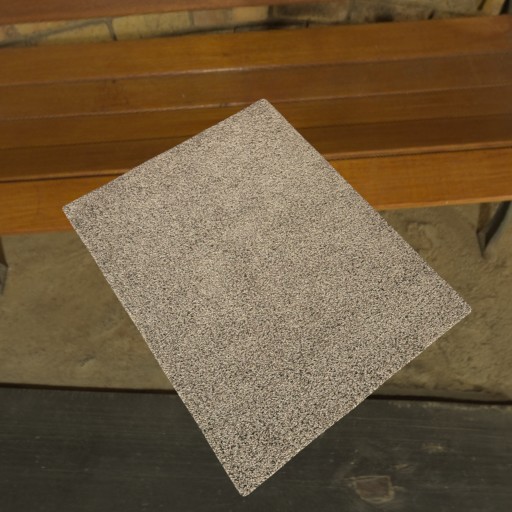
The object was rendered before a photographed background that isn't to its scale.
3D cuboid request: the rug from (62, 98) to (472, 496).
[{"bbox_3d":[0.000,0.000,4.056,2.438,0.029,3.047,-33,68,-15],"label":"rug"}]
